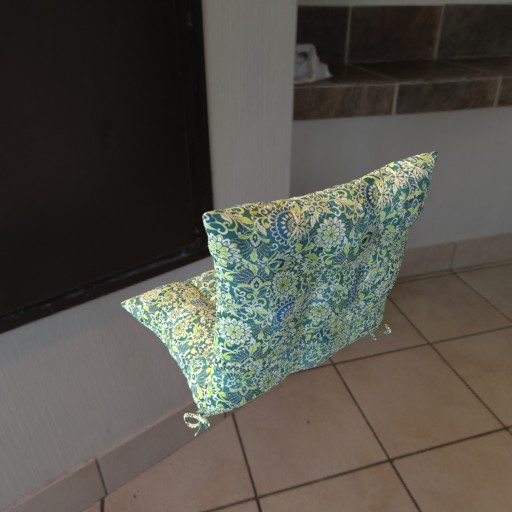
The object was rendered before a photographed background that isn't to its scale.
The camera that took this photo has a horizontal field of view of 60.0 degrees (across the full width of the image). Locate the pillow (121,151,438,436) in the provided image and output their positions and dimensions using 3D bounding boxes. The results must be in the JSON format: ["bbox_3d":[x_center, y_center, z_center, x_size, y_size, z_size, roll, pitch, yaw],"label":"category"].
[{"bbox_3d":[0.000,0.000,1.020,0.541,0.536,0.585,-19,36,-29],"label":"pillow"}]
